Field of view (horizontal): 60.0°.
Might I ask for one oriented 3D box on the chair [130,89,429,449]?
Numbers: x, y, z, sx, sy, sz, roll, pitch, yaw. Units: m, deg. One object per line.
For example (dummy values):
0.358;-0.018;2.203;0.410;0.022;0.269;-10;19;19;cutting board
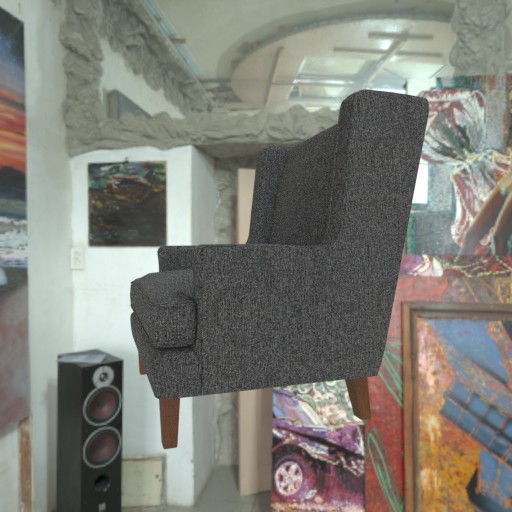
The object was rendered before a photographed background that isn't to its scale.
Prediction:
0.000;0.000;1.781;0.927;1.082;0.942;0;1;-19;chair
